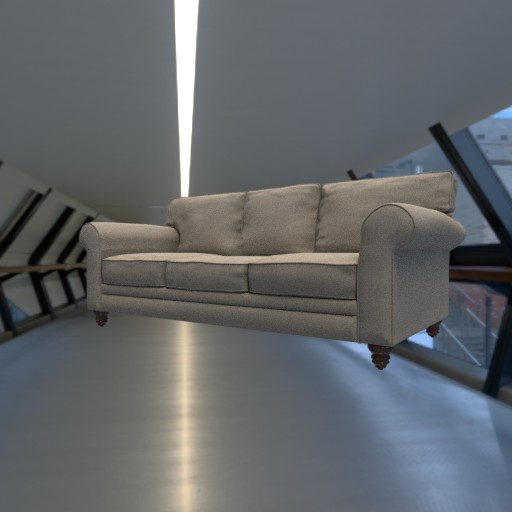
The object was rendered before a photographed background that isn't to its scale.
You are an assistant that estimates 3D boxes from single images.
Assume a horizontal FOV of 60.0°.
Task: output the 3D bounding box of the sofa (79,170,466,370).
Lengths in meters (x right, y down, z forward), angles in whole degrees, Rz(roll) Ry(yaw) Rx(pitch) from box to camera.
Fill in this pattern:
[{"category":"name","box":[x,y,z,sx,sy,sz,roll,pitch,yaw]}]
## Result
[{"category":"sofa","box":[0.000,0.000,2.605,2.118,0.889,0.998,0,1,35]}]
